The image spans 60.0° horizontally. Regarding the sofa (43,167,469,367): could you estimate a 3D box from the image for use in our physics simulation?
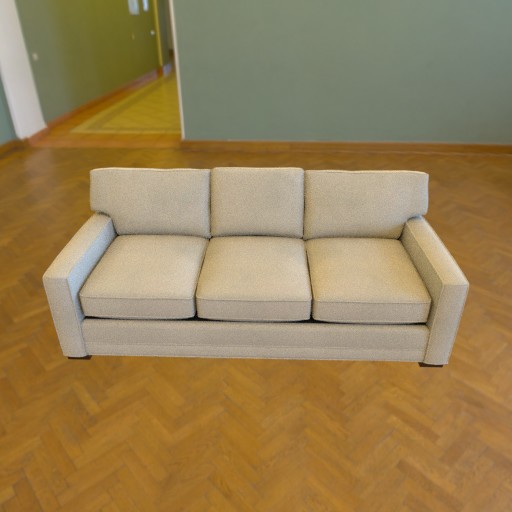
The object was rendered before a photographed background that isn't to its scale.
[{"bbox_3d":[0.000,0.000,2.600,2.088,0.862,0.935,1,30,2],"label":"sofa"}]
